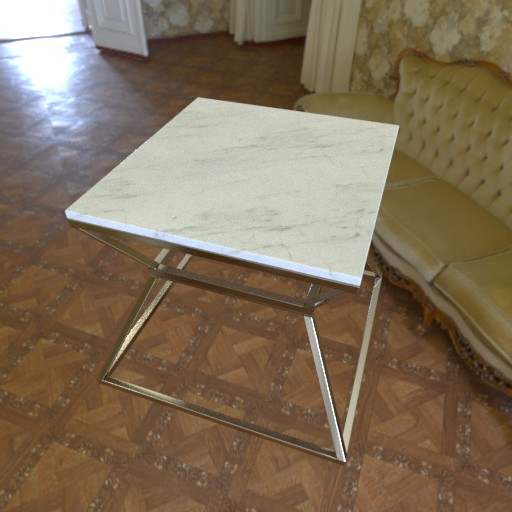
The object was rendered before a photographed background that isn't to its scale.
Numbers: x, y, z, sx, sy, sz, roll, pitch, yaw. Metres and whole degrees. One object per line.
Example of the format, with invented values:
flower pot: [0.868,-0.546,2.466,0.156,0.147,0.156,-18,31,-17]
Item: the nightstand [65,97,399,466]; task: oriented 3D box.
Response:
nightstand: [0.000,0.000,0.897,0.514,0.426,0.513,13,42,15]
